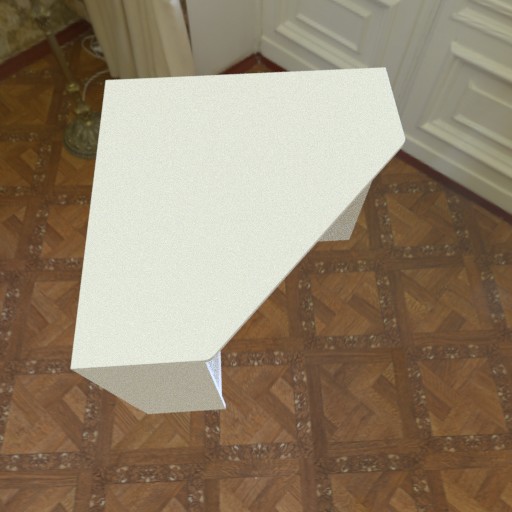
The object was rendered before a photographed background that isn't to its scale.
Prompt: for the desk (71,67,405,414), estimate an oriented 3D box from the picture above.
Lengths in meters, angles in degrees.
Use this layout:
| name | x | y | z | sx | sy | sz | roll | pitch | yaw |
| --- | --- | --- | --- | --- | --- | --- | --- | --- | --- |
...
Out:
| name | x | y | z | sx | sy | sz | roll | pitch | yaw |
| --- | --- | --- | --- | --- | --- | --- | --- | --- | --- |
| desk | 0.000 | 0.000 | 1.620 | 0.926 | 0.818 | 0.940 | -3 | 63 | -2 |
